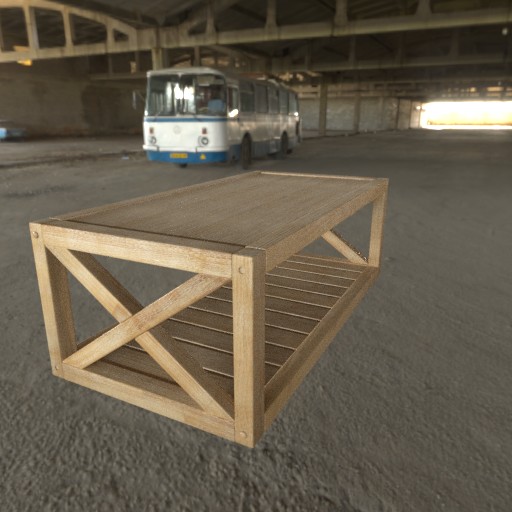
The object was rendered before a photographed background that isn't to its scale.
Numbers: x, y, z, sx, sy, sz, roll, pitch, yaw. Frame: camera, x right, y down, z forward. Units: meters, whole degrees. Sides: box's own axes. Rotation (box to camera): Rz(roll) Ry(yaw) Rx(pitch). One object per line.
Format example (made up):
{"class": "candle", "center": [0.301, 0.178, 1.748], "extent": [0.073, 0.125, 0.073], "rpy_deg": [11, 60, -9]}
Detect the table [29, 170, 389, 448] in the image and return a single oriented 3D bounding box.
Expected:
{"class": "table", "center": [0.000, 0.000, 1.633], "extent": [0.660, 0.457, 1.321], "rpy_deg": [9, 20, 26]}
